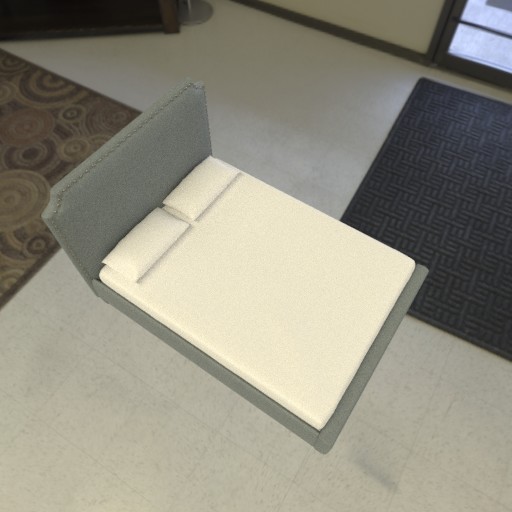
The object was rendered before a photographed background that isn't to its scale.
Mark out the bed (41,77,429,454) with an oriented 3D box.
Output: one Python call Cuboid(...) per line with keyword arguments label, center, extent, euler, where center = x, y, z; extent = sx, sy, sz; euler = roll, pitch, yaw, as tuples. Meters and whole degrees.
Cuboid(label="bed", center=(0.000, 0.000, 3.463), extent=(2.372, 1.443, 1.712), euler=(30, 63, 17))
